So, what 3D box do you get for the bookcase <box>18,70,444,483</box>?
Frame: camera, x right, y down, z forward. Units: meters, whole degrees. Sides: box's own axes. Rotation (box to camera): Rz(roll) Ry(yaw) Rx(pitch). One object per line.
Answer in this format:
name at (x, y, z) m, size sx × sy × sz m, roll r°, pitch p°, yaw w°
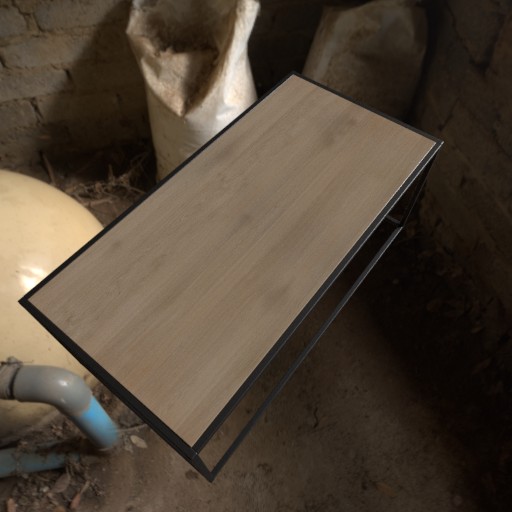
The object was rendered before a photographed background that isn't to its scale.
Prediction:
bookcase at (0.000, 0.000, 1.232) m, size 0.500 × 0.400 × 1.000 m, roll 34°, pitch 64°, yaw 19°
